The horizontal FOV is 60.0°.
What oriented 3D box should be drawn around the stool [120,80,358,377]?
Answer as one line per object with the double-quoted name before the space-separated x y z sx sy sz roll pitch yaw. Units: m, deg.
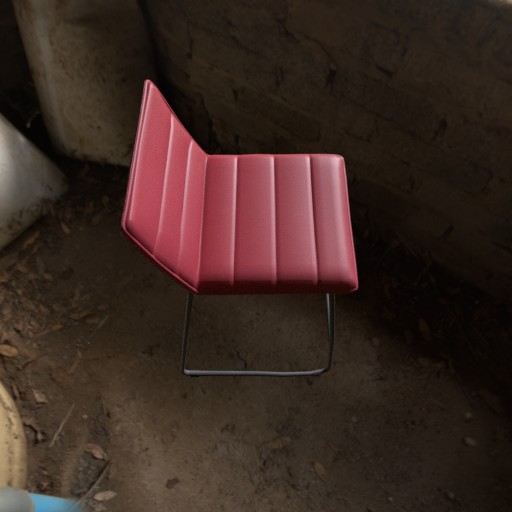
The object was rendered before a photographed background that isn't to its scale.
"stool" 0.000 0.000 1.272 0.524 0.937 0.489 0 63 0
